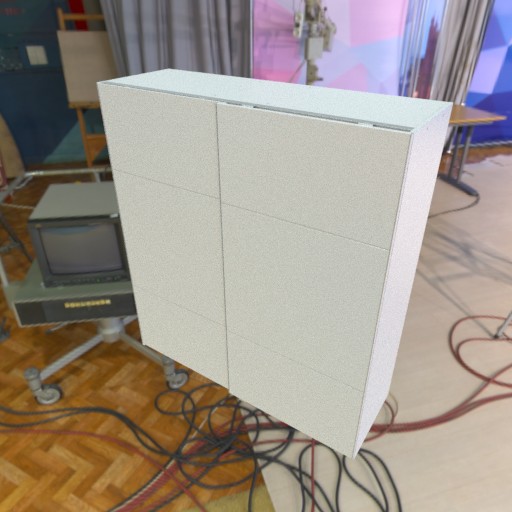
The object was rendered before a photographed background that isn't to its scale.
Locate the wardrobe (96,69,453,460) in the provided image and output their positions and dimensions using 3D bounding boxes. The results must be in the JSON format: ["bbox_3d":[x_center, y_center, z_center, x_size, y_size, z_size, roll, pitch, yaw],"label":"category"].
[{"bbox_3d":[0.000,0.000,2.758,1.780,1.960,0.629,19,36,28],"label":"wardrobe"}]
